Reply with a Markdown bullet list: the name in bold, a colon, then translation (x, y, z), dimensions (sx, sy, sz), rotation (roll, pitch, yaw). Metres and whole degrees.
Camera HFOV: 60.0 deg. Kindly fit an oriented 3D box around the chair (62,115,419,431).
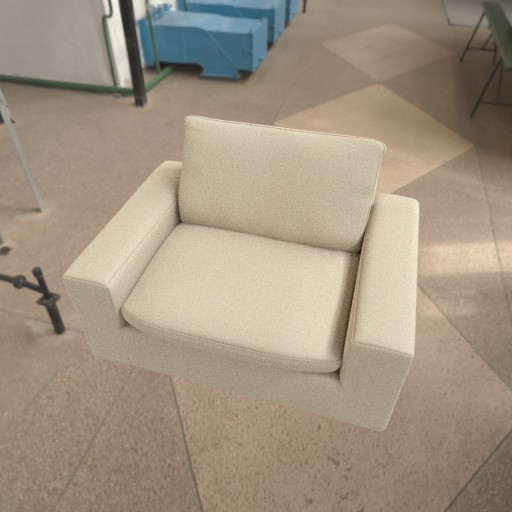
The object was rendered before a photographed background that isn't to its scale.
- **chair**: translation (0.000, 0.000, 2.048), dimensions (1.398, 0.915, 1.039), rotation (11, 43, 12)
